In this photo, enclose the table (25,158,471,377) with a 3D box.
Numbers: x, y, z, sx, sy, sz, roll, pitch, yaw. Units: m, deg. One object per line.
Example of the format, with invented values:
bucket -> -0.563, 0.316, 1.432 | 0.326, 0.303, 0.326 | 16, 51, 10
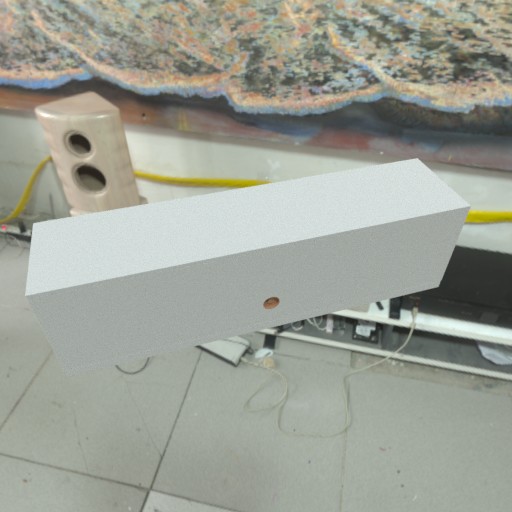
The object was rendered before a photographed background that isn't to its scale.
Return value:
table -> 0.000, 0.000, 1.769 | 1.550, 0.440, 0.400 | -12, 44, -12
